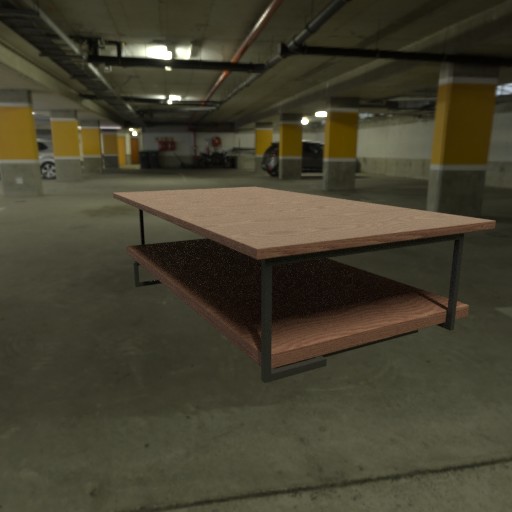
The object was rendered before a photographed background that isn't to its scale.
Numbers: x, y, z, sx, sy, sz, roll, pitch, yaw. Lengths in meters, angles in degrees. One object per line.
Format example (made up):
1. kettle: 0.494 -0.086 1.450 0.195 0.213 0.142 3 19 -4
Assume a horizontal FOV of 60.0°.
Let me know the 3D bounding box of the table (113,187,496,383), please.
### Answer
1. table: 0.000 0.000 1.456 0.651 0.347 1.197 -7 15 -28
